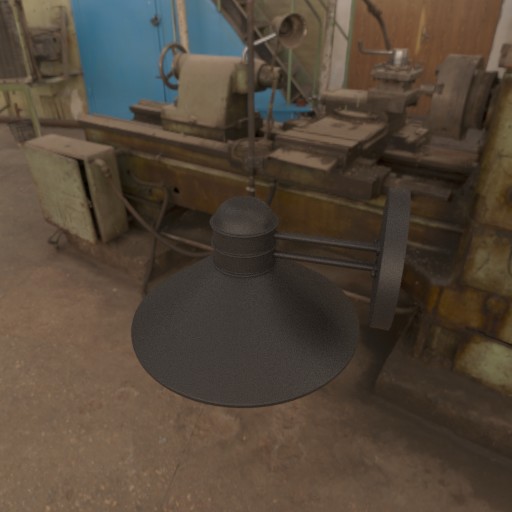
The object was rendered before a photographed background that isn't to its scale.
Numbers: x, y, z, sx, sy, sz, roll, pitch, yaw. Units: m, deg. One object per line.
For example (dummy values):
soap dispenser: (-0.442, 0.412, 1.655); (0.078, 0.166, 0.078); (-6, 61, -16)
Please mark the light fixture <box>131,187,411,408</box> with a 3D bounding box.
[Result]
light fixture: (0.000, 0.000, 0.717); (0.434, 0.265, 0.396); (8, 32, 13)
